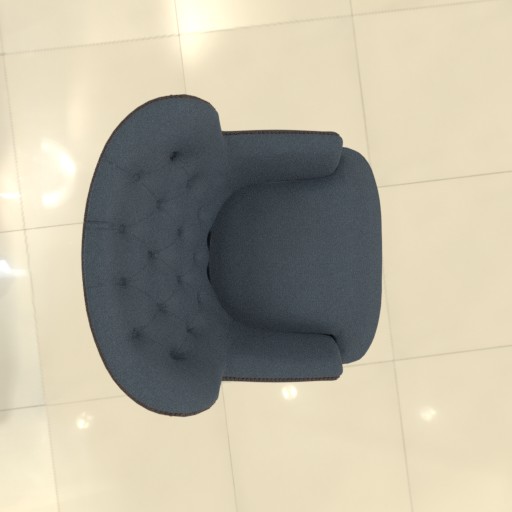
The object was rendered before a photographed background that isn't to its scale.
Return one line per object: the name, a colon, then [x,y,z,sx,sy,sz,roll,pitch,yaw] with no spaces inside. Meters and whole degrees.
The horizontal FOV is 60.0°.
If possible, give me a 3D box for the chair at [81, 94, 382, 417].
chair: [0.000,0.000,1.541,0.906,0.868,0.848,0,90,-1]
